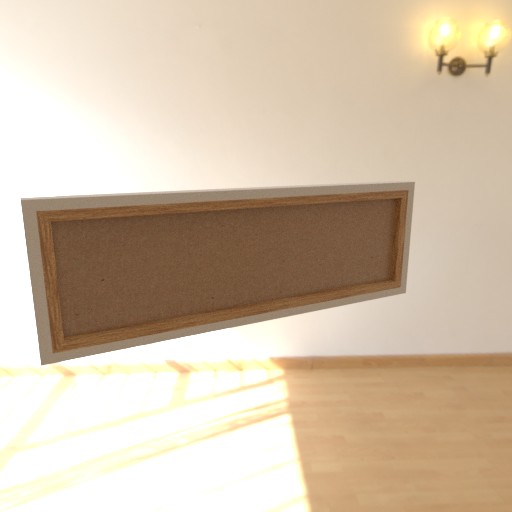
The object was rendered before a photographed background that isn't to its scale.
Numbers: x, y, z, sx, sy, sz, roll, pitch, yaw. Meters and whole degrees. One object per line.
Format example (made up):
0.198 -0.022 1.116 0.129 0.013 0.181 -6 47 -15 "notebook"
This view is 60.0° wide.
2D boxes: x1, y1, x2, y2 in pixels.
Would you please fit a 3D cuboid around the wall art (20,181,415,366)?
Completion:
0.000 0.000 0.838 0.763 0.255 0.038 -7 15 -27 "wall art"
